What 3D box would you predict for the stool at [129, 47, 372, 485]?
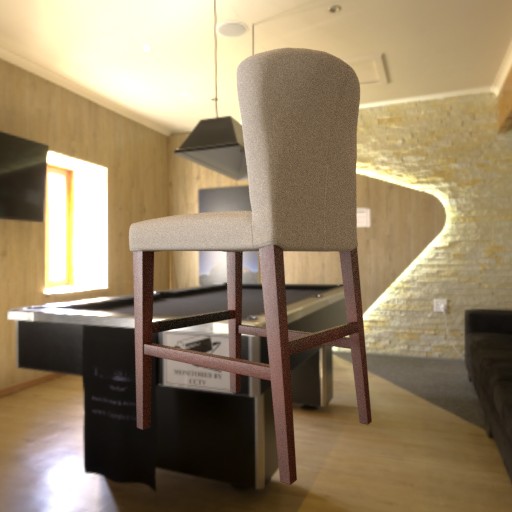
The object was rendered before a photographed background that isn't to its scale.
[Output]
[{"bbox_3d":[0.000,0.000,1.264,0.568,0.968,0.479,0,0,37],"label":"stool"}]
